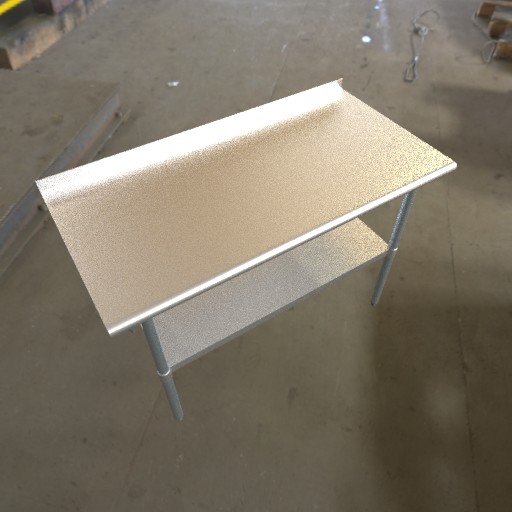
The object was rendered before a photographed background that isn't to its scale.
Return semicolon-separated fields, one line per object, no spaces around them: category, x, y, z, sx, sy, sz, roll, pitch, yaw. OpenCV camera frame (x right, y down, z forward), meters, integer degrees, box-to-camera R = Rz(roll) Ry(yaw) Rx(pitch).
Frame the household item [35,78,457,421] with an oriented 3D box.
household item;0.000;0.000;1.725;1.219;0.851;0.610;-26;53;-21
